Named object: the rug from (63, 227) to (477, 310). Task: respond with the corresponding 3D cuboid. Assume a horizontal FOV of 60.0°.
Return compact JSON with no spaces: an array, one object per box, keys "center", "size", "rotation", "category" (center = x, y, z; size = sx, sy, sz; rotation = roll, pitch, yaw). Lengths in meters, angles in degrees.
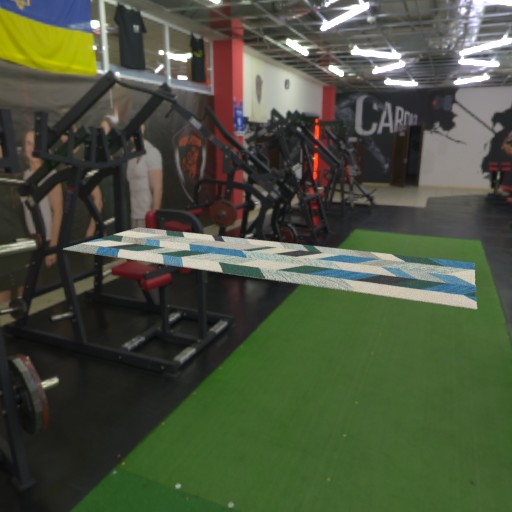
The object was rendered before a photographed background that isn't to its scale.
[{"center":[0.000,0.000,2.718],"size":[2.437,0.008,0.774],"rotation":[7,17,24],"category":"rug"}]
